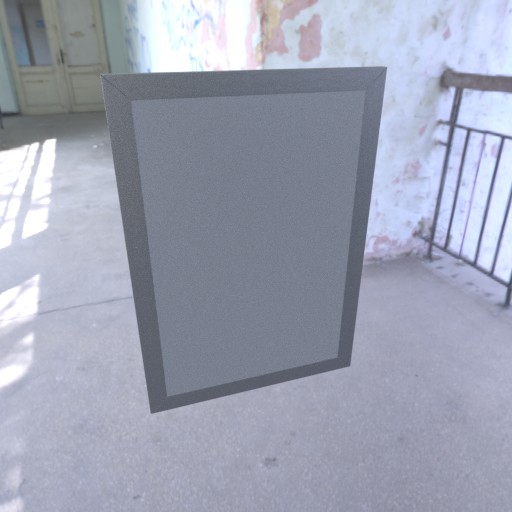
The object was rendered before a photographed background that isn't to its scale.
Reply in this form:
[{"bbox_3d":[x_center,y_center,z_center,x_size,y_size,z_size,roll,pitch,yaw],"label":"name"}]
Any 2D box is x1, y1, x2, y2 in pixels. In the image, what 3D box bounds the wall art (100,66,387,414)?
[{"bbox_3d":[0.000,0.000,0.682,0.376,0.529,0.013,-9,28,-16],"label":"wall art"}]
